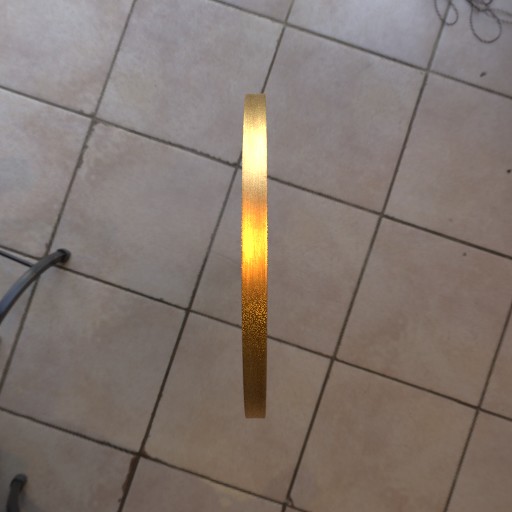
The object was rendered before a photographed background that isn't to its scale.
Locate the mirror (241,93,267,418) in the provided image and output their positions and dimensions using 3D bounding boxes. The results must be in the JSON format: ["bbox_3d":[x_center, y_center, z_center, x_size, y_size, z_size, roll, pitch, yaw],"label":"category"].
[{"bbox_3d":[0.000,0.000,0.821,0.032,0.565,0.565,0,90,0],"label":"mirror"}]
